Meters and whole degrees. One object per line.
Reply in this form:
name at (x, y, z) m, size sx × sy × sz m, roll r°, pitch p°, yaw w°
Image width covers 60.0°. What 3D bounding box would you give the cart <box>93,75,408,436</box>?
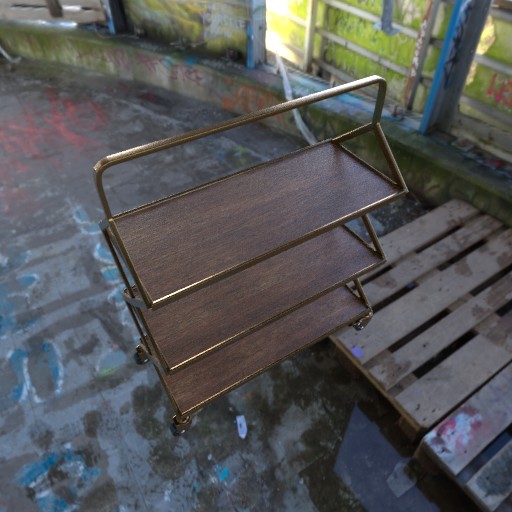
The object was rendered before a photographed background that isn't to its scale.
cart at (0.000, 0.000, 1.167) m, size 0.723 × 0.805 × 0.313 m, roll -24°, pitch 50°, yaw -22°
